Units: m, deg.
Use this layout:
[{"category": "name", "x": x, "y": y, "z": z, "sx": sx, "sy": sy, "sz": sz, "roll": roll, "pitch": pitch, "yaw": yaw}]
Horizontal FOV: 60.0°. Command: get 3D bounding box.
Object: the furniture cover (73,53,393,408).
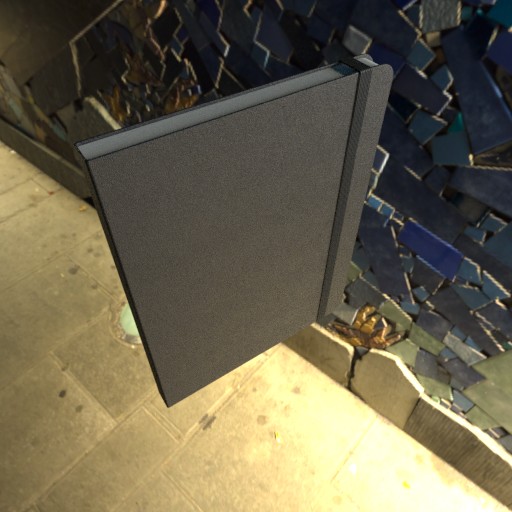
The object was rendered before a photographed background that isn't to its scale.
[{"category": "furniture cover", "x": 0.000, "y": 0.000, "z": 0.368, "sx": 0.216, "sy": 0.281, "sz": 0.023, "roll": -26, "pitch": 52, "yaw": -22}]
